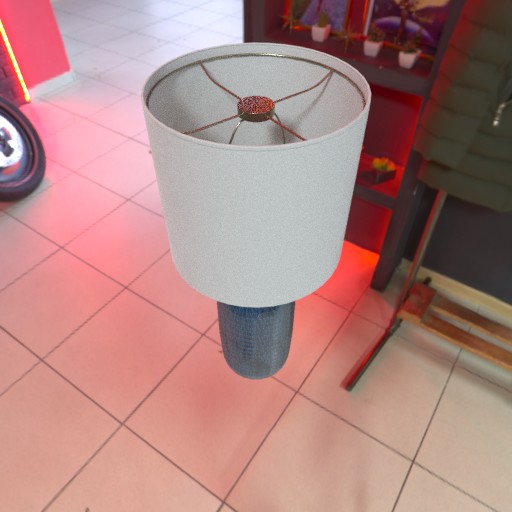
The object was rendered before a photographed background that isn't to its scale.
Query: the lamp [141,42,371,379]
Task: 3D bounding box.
[{"bbox_3d":[0.000,0.000,0.601,0.220,0.475,0.220,-17,48,-16],"label":"lamp"}]
